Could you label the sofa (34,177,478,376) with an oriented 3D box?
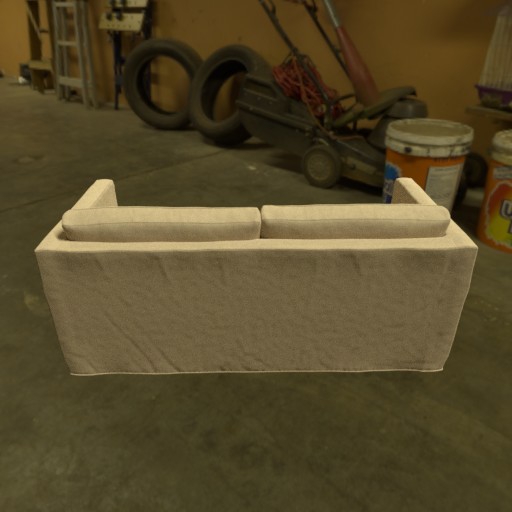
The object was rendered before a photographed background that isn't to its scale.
[{"bbox_3d":[0.000,0.000,2.449,1.959,0.835,0.962,0,29,-1],"label":"sofa"}]
